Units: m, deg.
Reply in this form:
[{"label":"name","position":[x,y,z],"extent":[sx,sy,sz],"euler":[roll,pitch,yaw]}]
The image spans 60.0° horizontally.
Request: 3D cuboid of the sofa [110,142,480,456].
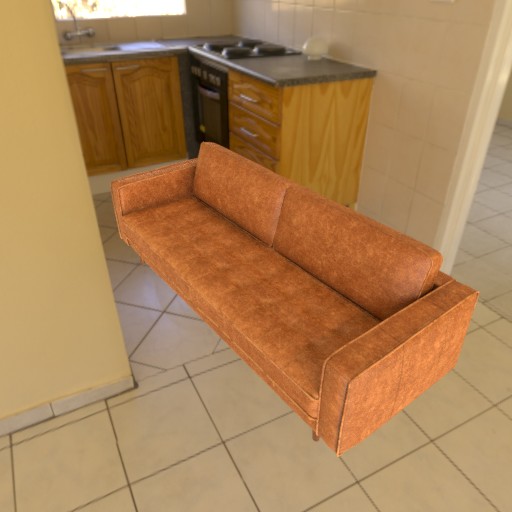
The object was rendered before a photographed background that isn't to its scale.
[{"label":"sofa","position":[0.000,0.000,2.566],"extent":[0.886,0.779,2.199],"euler":[-22,39,-31]}]
